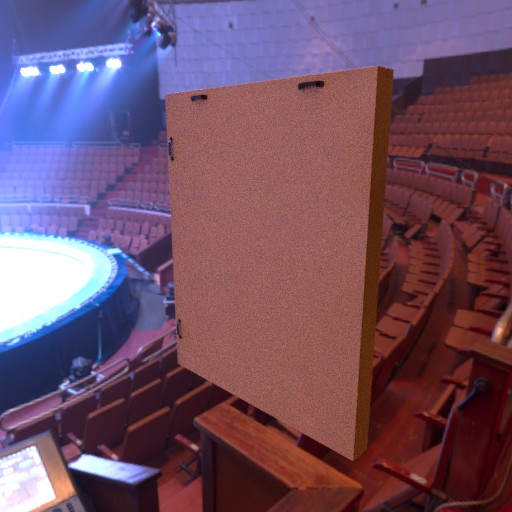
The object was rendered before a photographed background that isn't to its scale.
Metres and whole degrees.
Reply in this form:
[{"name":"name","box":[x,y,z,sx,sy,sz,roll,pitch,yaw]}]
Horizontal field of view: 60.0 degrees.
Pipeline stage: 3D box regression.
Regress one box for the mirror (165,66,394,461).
[{"name":"mirror","box":[0.000,0.000,0.697,0.406,0.509,0.041,13,19,43]}]
